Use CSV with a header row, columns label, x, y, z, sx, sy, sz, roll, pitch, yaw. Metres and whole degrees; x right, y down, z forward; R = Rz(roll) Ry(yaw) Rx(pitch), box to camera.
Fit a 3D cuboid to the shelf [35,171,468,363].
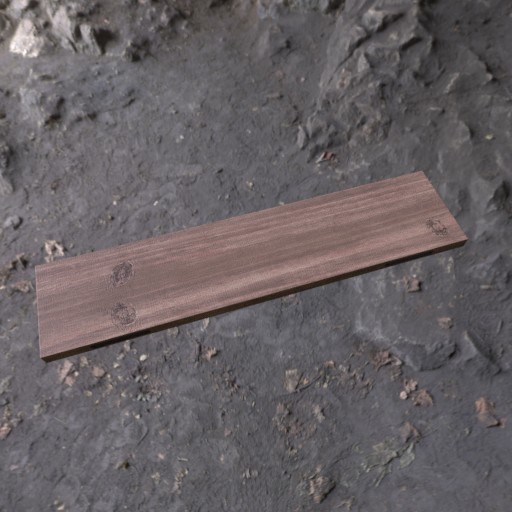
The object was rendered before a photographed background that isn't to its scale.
label,x,y,z,sx,sy,sz,roll,pitch,yaw
shelf,0.000,0.000,0.646,0.610,0.020,0.140,-15,60,-9
